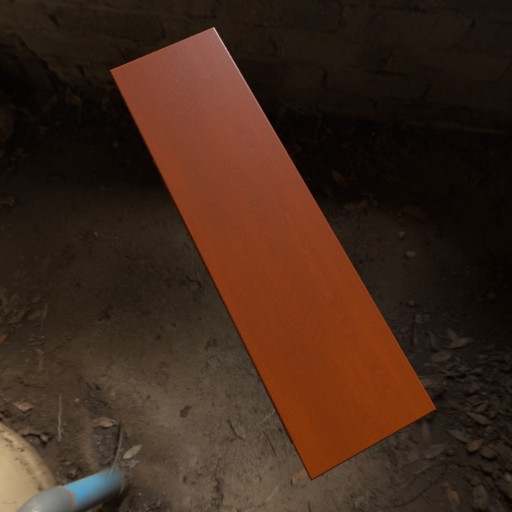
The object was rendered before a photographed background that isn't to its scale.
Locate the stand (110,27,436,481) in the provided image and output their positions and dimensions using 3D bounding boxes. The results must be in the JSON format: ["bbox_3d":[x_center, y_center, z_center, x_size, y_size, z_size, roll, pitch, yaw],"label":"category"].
[{"bbox_3d":[0.000,0.000,1.679,0.381,0.762,1.372,-26,76,-7],"label":"stand"}]
